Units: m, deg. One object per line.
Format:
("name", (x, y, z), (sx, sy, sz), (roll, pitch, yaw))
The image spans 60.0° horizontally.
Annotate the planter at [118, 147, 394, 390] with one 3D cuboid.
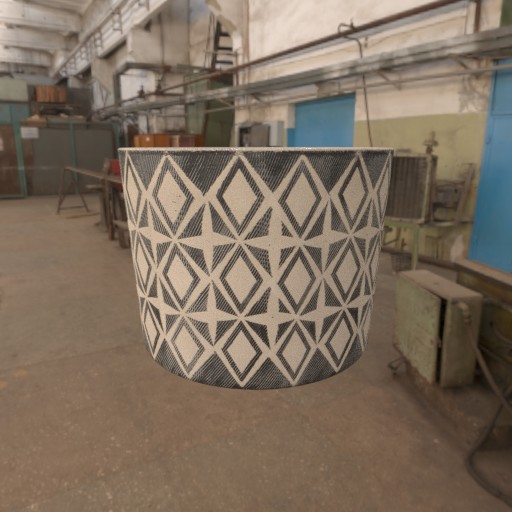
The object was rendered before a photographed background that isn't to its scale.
("planter", (0.000, 0.000, 0.462), (0.260, 0.220, 0.260), (0, 14, 0))
